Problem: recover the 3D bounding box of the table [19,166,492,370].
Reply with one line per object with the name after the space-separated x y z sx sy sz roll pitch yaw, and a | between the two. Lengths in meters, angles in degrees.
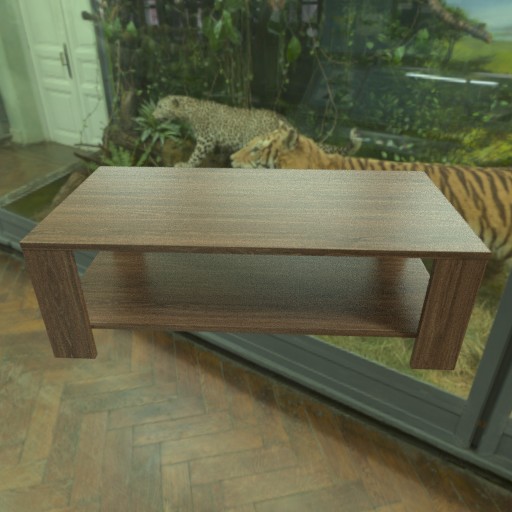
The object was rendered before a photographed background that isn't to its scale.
0.000 0.000 1.483 1.200 0.400 0.600 1 30 2 | table
